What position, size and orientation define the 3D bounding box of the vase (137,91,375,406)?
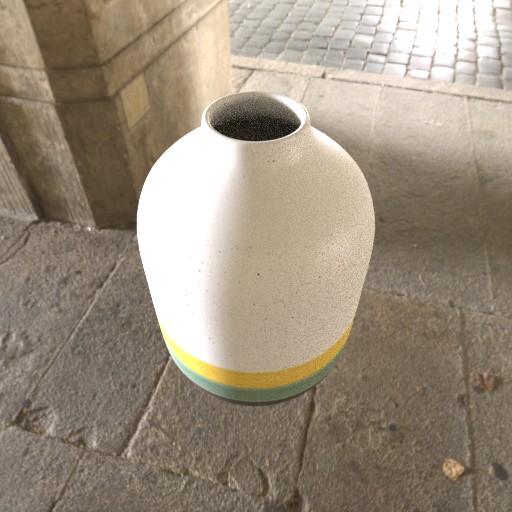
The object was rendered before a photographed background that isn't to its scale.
[{"bbox_3d":[0.000,0.000,0.348,0.169,0.240,0.169,0,46,0],"label":"vase"}]
